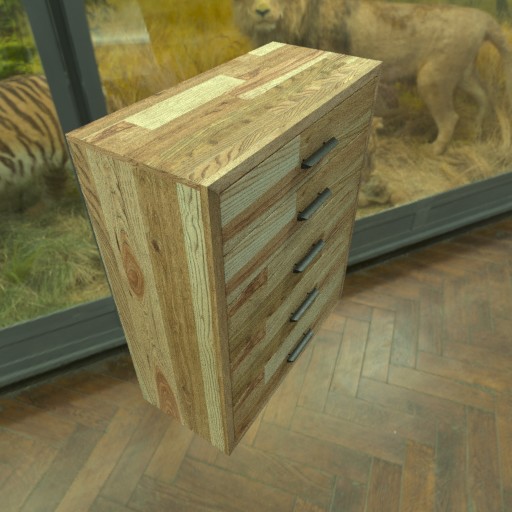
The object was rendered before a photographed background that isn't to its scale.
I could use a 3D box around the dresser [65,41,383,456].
[{"bbox_3d":[0.000,0.000,1.691,0.480,1.243,0.966,23,46,25],"label":"dresser"}]
